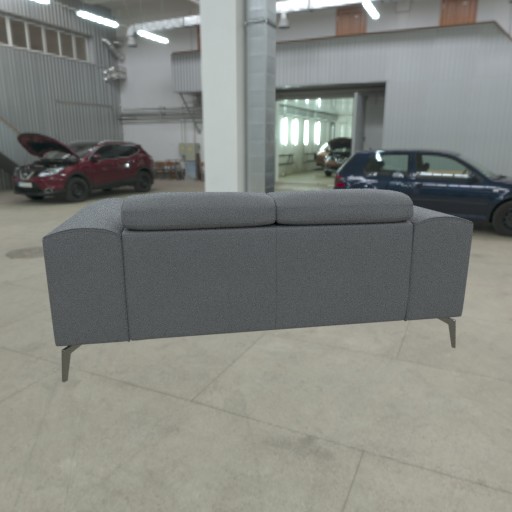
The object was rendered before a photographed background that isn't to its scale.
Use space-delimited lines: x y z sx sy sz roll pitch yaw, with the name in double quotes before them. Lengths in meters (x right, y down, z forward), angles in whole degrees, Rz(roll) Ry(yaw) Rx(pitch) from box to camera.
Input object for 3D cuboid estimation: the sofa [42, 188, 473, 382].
"sofa" 0.000 0.000 2.399 1.895 0.779 1.003 -3 15 -10
